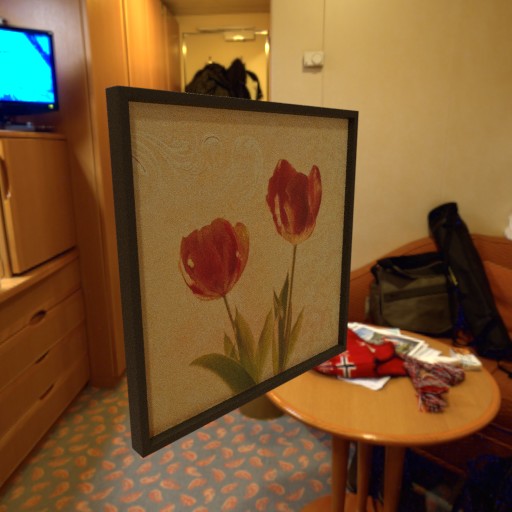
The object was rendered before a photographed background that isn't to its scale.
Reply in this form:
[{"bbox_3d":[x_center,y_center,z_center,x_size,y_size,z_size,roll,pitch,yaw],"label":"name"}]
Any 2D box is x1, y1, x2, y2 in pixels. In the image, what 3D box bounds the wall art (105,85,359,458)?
[{"bbox_3d":[0.000,0.000,0.531,0.349,0.349,0.038,-13,18,-43],"label":"wall art"}]
